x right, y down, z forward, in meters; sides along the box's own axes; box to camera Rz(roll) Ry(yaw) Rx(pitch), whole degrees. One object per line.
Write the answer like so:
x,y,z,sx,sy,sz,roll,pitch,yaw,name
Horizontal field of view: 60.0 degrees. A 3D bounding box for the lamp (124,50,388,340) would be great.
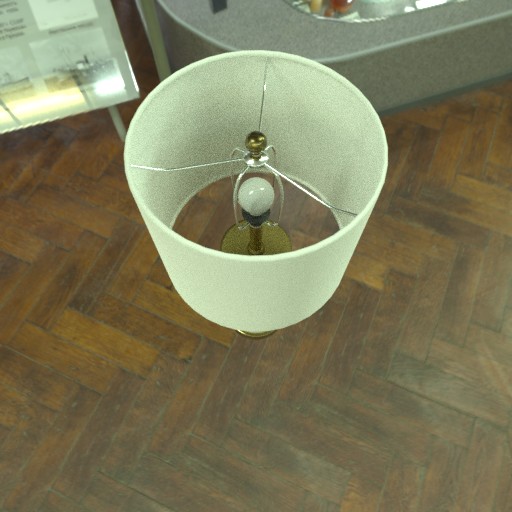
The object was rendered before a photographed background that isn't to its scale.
0.000,0.000,0.789,0.305,0.634,0.305,36,69,16,lamp
